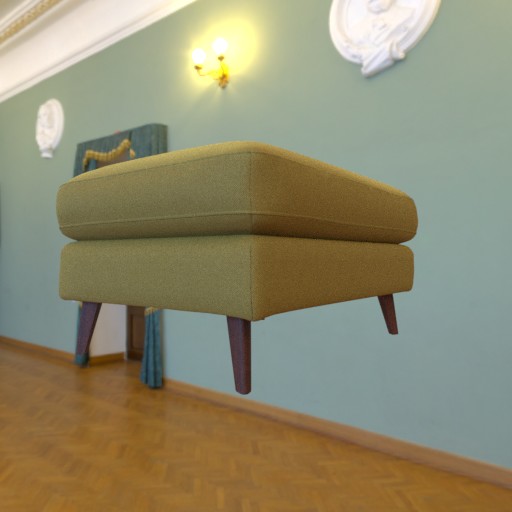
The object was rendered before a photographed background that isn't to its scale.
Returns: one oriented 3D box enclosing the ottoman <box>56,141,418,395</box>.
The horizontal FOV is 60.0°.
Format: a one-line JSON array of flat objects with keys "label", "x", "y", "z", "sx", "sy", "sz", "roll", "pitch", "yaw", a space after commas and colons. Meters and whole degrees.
[{"label": "ottoman", "x": 0.000, "y": 0.000, "z": 1.151, "sx": 0.608, "sy": 0.449, "sz": 0.811, "roll": 0, "pitch": 0, "yaw": 37}]
